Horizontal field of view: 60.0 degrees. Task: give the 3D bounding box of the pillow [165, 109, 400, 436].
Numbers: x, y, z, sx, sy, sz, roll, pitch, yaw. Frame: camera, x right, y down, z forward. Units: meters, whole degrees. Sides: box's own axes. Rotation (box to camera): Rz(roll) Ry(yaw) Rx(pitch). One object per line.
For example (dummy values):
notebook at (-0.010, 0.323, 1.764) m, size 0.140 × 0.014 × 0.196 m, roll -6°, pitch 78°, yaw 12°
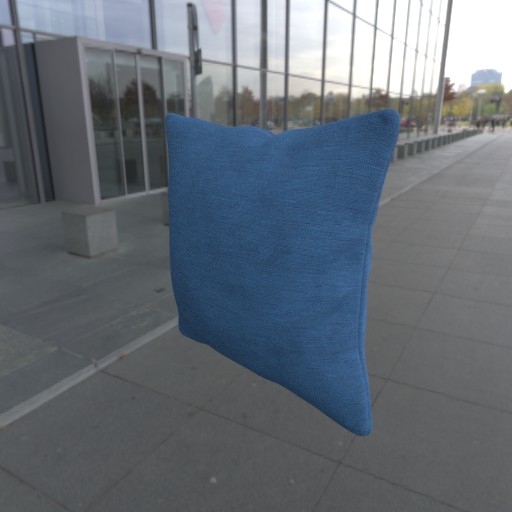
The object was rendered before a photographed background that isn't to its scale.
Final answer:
pillow at (0.000, 0.000, 0.675) m, size 0.177 × 0.420 × 0.437 m, roll -16°, pitch 23°, yaw -42°
